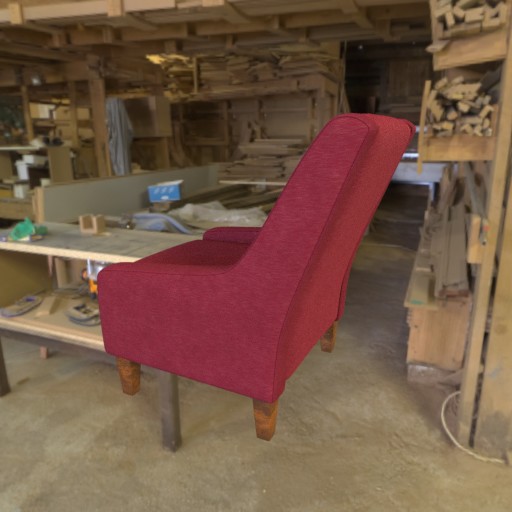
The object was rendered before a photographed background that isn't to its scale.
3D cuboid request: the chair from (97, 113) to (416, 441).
[{"bbox_3d":[0.000,0.000,1.696,0.985,1.017,0.793,8,18,25],"label":"chair"}]
